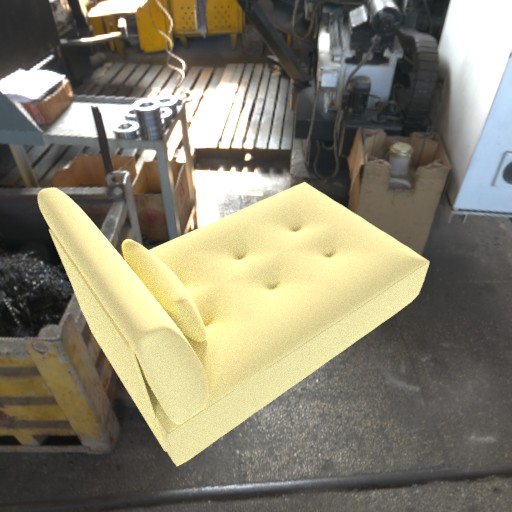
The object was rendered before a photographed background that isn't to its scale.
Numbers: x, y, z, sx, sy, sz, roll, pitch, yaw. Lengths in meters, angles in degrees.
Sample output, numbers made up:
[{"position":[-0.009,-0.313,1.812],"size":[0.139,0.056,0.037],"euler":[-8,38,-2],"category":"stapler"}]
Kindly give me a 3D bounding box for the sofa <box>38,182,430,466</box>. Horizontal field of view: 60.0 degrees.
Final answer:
[{"position":[0.000,0.000,1.996],"size":[1.450,0.820,0.930],"euler":[-27,48,-27],"category":"sofa"}]
